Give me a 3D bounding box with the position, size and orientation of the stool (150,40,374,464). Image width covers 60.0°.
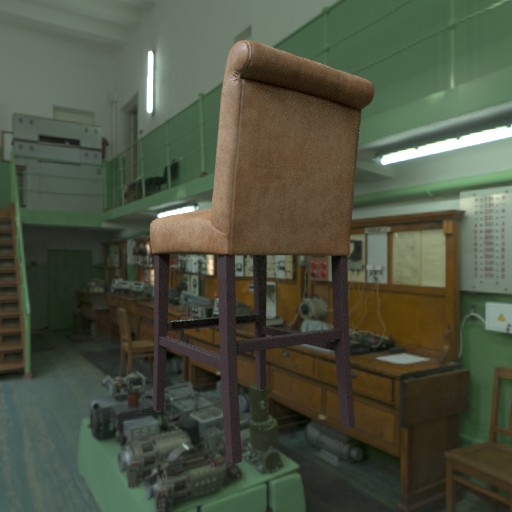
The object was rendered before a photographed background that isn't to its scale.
[{"bbox_3d":[0.000,0.000,1.401,0.493,1.047,0.601,0,0,-35],"label":"stool"}]
